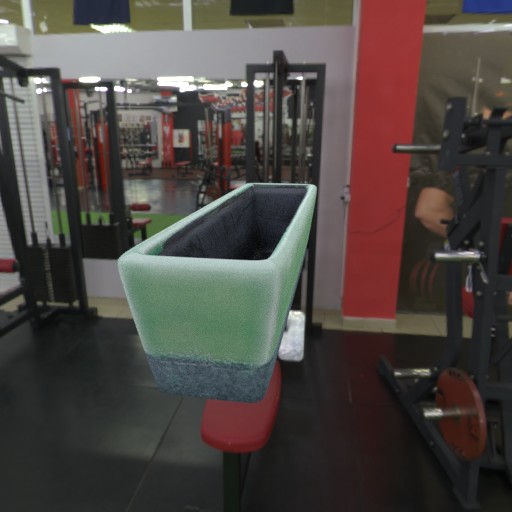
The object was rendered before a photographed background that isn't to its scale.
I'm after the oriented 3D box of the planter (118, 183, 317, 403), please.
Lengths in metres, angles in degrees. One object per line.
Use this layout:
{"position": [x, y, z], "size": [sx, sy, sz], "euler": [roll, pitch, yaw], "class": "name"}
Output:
{"position": [0.000, 0.000, 0.314], "size": [0.072, 0.072, 0.275], "euler": [3, 16, 10], "class": "planter"}
